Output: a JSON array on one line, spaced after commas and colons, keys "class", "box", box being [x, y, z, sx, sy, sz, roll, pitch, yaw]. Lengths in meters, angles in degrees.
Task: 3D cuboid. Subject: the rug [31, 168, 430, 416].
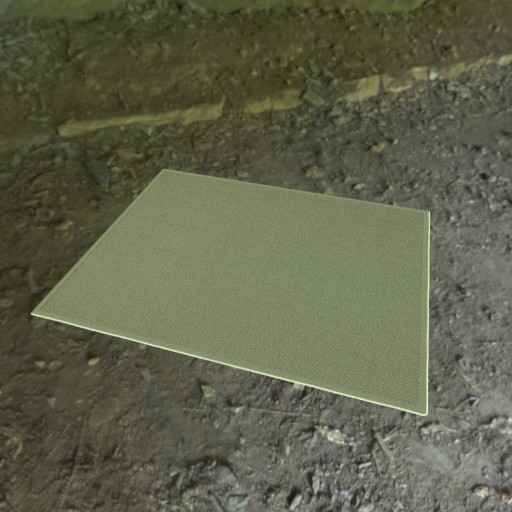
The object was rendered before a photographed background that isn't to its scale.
[{"class": "rug", "box": [0.000, 0.000, 4.075, 3.051, 0.020, 2.407, 11, 42, 13]}]
